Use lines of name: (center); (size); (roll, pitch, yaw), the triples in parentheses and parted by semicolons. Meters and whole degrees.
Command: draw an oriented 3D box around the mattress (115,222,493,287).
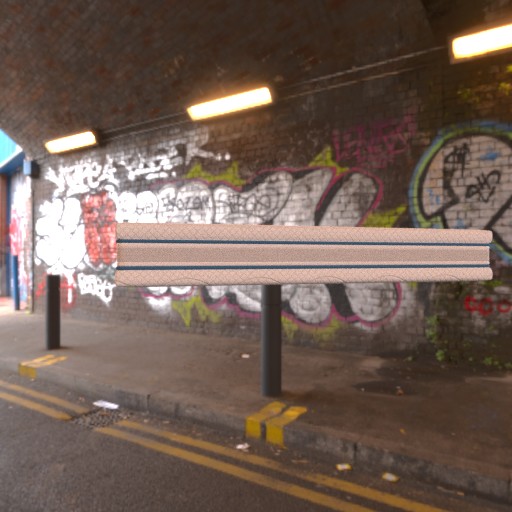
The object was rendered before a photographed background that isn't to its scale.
mattress: (0.000, 0.000, 2.694); (1.600, 0.230, 2.000); (0, 0, -17)
